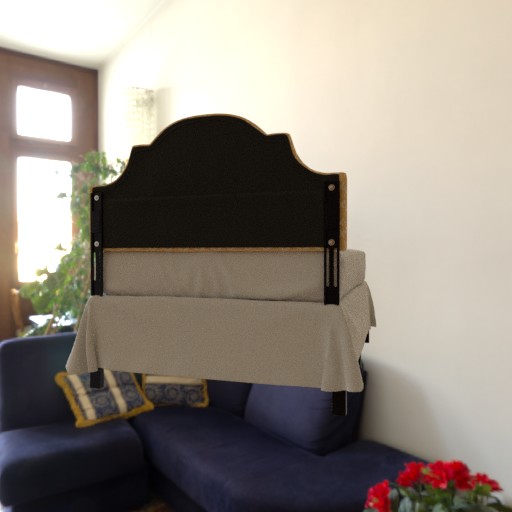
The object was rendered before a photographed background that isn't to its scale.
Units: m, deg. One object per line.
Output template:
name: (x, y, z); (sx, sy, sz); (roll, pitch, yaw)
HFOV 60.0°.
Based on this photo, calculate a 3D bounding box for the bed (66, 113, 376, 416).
bed: (0.000, 0.000, 3.449); (1.780, 1.633, 2.222); (0, 1, 18)
